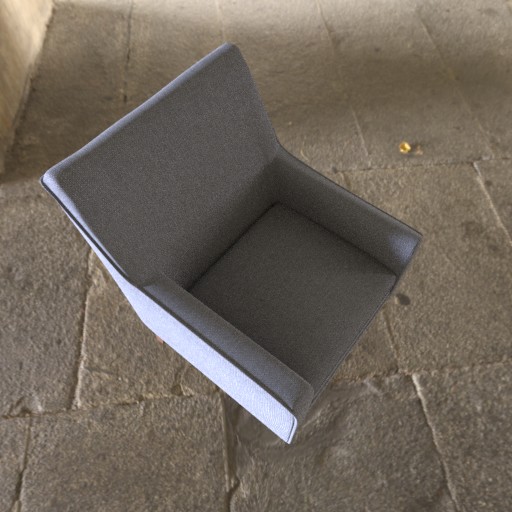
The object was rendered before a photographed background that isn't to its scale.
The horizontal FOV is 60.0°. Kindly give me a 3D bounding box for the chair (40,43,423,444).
[{"bbox_3d":[0.000,0.000,1.565,0.899,0.919,0.780,34,64,19],"label":"chair"}]
